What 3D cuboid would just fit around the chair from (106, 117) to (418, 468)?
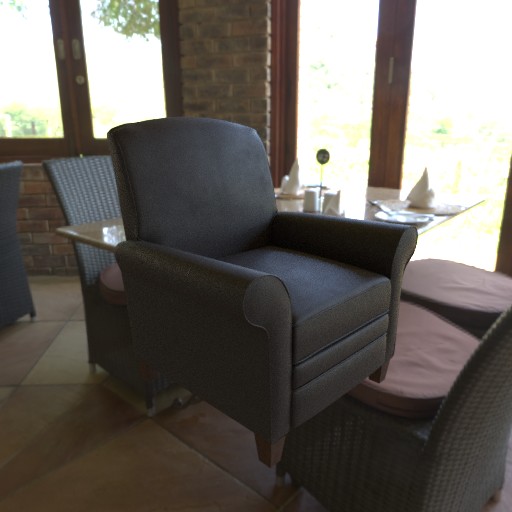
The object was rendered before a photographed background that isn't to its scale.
[{"bbox_3d":[0.000,0.000,1.750,0.902,1.061,0.978,15,22,42],"label":"chair"}]
